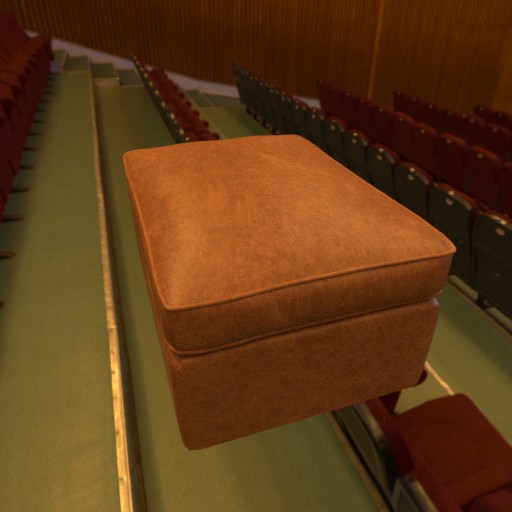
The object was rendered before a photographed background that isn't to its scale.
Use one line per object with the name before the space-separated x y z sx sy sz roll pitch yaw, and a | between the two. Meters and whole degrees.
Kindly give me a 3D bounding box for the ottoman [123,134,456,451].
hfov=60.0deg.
ottoman | 0.000 0.000 1.118 0.554 0.468 0.756 -10 33 -16
